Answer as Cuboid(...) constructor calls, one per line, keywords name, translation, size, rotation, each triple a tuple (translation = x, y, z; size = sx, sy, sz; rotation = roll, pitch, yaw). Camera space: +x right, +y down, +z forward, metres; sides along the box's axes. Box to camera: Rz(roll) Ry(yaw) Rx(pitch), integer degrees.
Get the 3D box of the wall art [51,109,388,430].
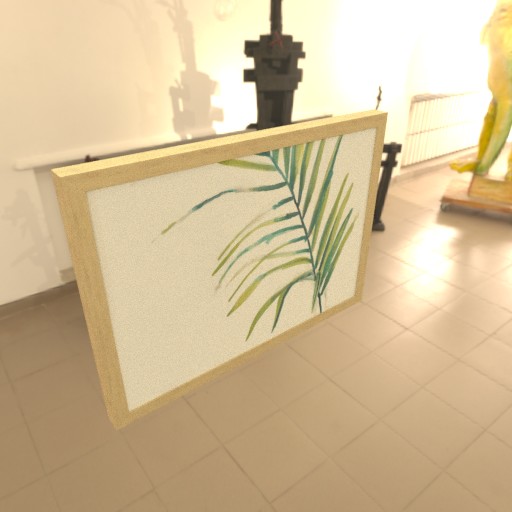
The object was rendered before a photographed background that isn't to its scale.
Cuboid(name="wall art", translation=(0.000, 0.000, 0.699), size=(0.532, 0.380, 0.032), rotation=(-21, 35, -32))
